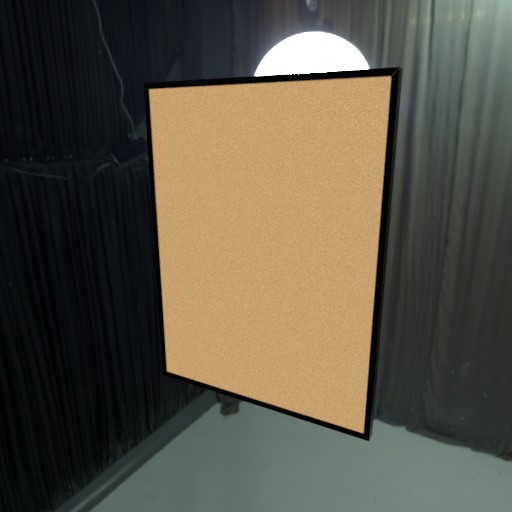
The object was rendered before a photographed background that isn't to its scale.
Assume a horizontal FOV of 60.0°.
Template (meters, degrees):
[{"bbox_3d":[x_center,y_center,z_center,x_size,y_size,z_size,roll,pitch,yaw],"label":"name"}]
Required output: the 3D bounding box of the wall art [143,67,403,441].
[{"bbox_3d":[0.000,0.000,1.409,0.805,1.062,0.040,8,18,27],"label":"wall art"}]
